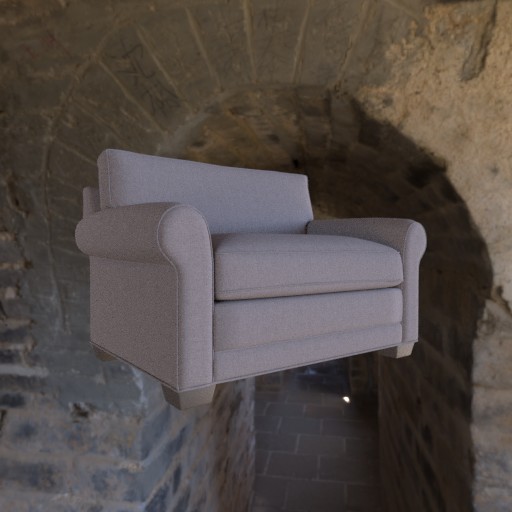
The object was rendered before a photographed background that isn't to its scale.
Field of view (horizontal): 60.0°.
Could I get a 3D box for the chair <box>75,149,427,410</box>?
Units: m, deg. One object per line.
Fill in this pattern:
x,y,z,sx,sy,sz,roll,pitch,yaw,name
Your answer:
0.000,0.000,2.031,1.390,0.930,0.930,-1,1,-37,chair
